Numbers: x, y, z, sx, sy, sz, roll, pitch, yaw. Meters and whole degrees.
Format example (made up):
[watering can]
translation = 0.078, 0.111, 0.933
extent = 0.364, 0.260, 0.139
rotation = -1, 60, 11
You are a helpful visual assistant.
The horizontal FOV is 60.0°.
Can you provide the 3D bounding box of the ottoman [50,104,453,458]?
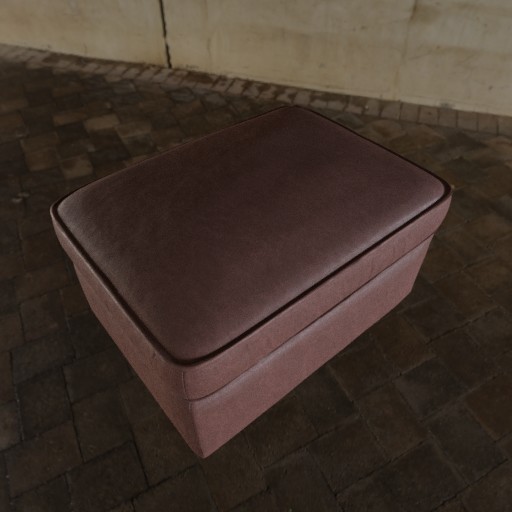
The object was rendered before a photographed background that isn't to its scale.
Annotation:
[ottoman]
translation = 0.000, 0.000, 1.083
extent = 0.749, 0.449, 0.548
rotation = -31, 53, -26
